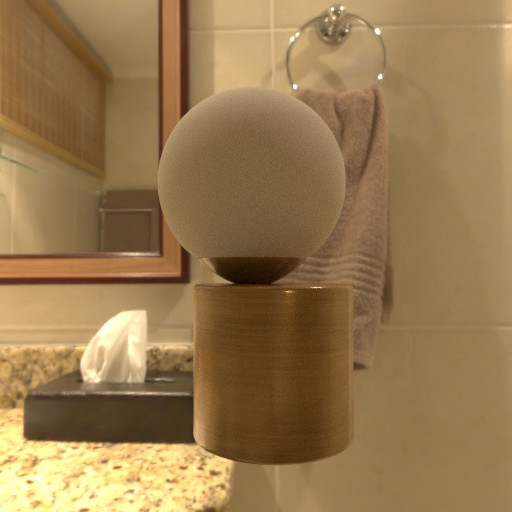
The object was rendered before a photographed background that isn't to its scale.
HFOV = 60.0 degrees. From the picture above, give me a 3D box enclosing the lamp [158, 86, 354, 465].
[{"bbox_3d":[0.000,0.000,0.334,0.141,0.250,0.152,1,-2,-36],"label":"lamp"}]
